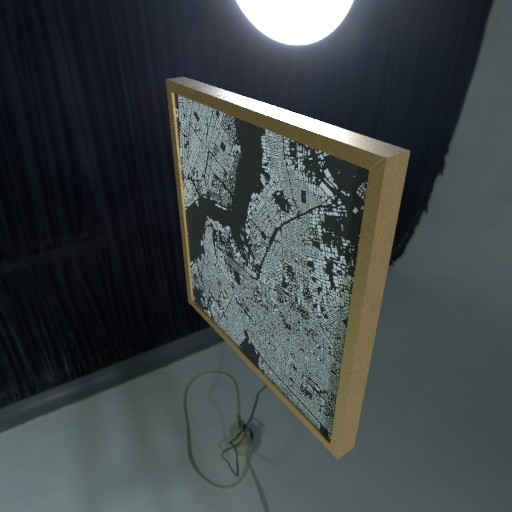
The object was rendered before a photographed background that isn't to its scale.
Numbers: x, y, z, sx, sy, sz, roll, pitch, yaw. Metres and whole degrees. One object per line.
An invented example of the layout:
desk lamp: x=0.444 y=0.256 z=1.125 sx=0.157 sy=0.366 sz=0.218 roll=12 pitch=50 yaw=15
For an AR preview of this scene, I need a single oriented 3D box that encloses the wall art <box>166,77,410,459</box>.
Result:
wall art: x=0.000 y=0.000 z=1.944 sx=0.095 sy=1.284 sz=1.284 roll=-21 pitch=38 yaw=-30
